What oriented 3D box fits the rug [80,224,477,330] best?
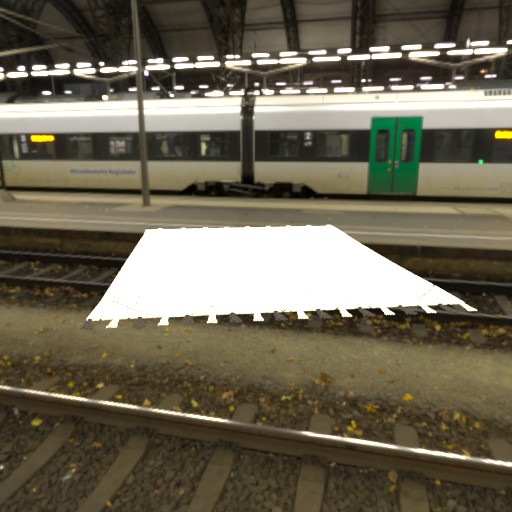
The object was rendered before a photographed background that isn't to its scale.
[{"bbox_3d":[0.000,0.000,4.112,2.342,0.026,3.221,-2,14,-7],"label":"rug"}]
